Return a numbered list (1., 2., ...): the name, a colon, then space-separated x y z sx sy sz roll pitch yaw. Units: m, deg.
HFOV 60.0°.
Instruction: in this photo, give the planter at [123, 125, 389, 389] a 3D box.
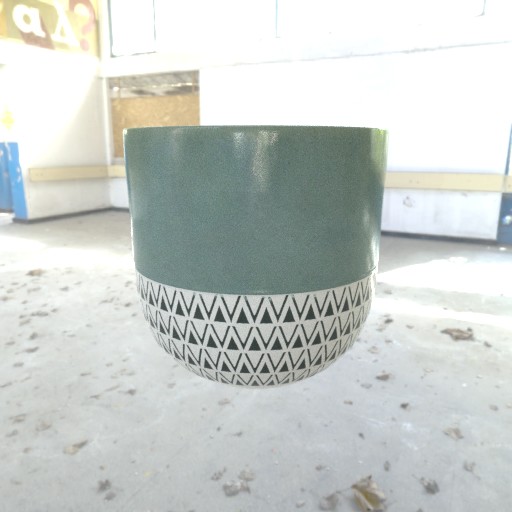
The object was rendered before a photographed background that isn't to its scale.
1. planter: 0.000 0.000 0.493 0.266 0.270 0.266 0 14 0
